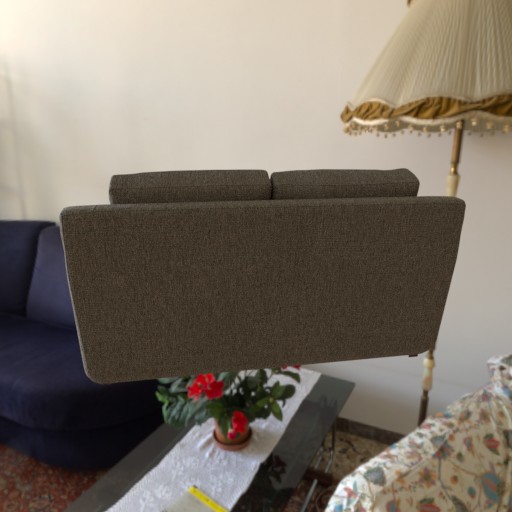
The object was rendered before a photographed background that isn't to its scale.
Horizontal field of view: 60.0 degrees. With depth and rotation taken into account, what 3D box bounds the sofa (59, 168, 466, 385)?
[{"bbox_3d":[0.000,0.000,2.442,1.778,0.991,1.120,-3,16,-10],"label":"sofa"}]
